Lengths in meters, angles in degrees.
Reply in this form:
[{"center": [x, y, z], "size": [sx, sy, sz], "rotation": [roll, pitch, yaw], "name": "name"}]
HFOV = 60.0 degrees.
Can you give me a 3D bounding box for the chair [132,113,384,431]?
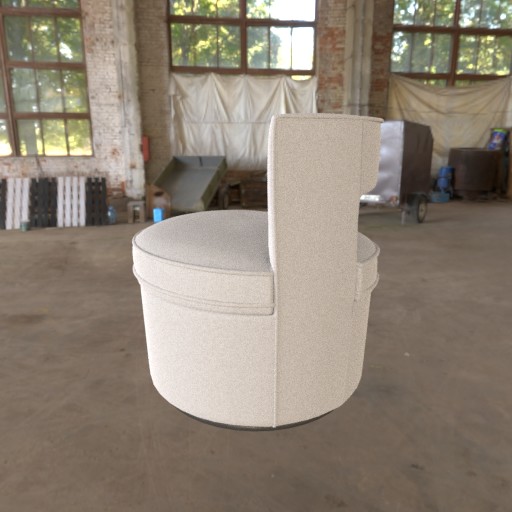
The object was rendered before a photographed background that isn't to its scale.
[{"center": [0.000, 0.000, 1.227], "size": [0.665, 0.723, 0.650], "rotation": [3, 15, 10], "name": "chair"}]
